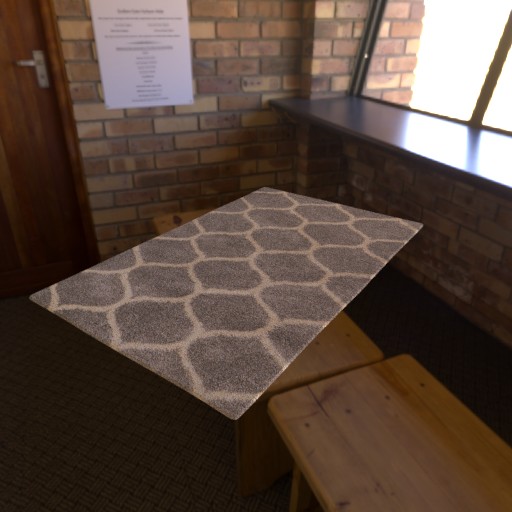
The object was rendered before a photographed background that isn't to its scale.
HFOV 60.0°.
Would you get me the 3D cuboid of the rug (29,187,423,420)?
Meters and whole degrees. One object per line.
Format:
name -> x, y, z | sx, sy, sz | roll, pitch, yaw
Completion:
rug -> 0.000, 0.000, 2.967 | 1.501, 0.025, 2.348 | 19, 33, 31
